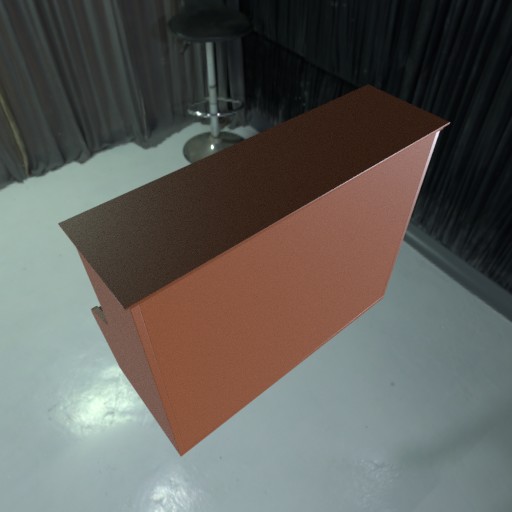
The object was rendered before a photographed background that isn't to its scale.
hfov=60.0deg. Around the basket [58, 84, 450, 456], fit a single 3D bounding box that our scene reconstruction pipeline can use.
[{"bbox_3d":[0.000,0.000,1.124,0.792,0.625,0.376,-31,54,-26],"label":"basket"}]
